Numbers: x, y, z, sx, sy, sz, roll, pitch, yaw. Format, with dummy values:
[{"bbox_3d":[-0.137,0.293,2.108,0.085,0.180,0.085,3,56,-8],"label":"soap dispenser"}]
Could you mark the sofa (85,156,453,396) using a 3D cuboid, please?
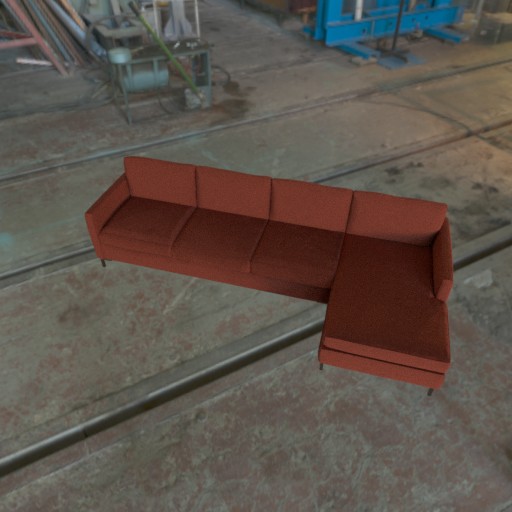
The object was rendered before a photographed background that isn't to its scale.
[{"bbox_3d":[0.000,0.000,3.532,2.932,0.810,1.350,11,42,12],"label":"sofa"}]
